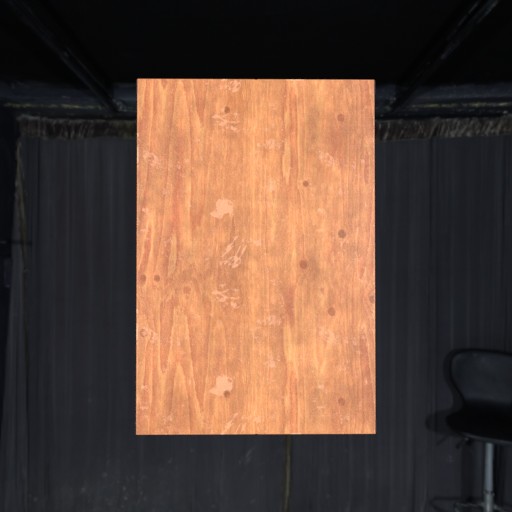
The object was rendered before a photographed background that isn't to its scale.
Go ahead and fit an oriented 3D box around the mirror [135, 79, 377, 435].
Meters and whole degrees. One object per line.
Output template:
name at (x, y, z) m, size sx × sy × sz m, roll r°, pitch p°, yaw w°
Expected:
mirror at (0.000, 0.000, 0.976) m, size 0.517 × 0.761 × 0.053 m, roll 0°, pitch -1°, yaw -1°
